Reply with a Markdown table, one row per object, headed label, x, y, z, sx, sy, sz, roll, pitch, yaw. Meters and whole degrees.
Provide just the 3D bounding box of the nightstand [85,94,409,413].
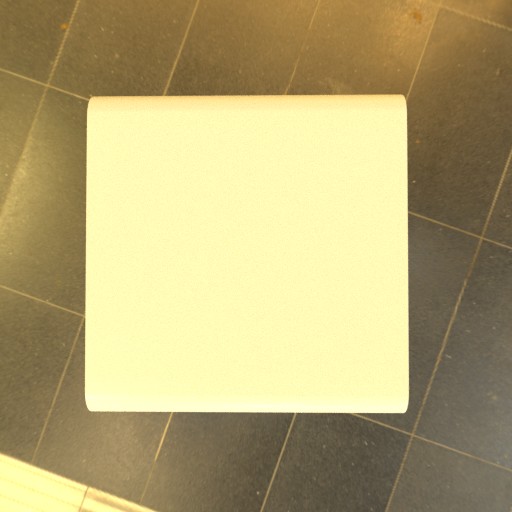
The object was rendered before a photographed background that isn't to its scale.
| label | x | y | z | sx | sy | sz | roll | pitch | yaw |
| --- | --- | --- | --- | --- | --- | --- | --- | --- | --- |
| nightstand | 0.000 | 0.000 | 0.756 | 0.404 | 0.447 | 0.399 | 0 | 89 | 1 |
